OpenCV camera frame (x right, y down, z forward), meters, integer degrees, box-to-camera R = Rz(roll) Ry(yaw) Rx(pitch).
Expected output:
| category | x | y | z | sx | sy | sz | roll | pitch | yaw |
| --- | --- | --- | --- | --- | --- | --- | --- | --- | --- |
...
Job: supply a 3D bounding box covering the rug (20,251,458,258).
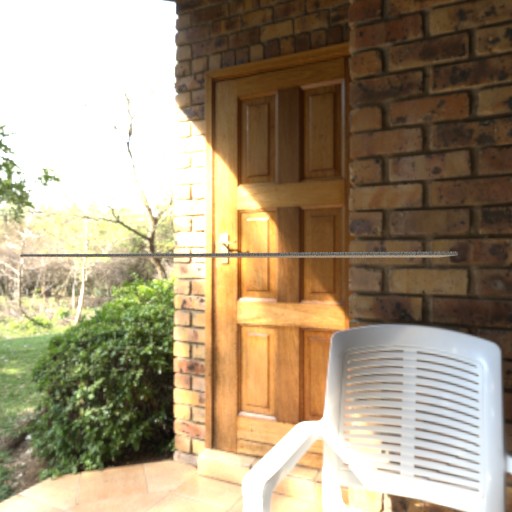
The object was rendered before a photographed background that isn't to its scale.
| category | x | y | z | sx | sy | sz | roll | pitch | yaw |
| --- | --- | --- | --- | --- | --- | --- | --- | --- | --- |
| rug | 0.000 | 0.000 | 2.723 | 2.144 | 0.013 | 1.509 | 0 | -1 | 20 |
